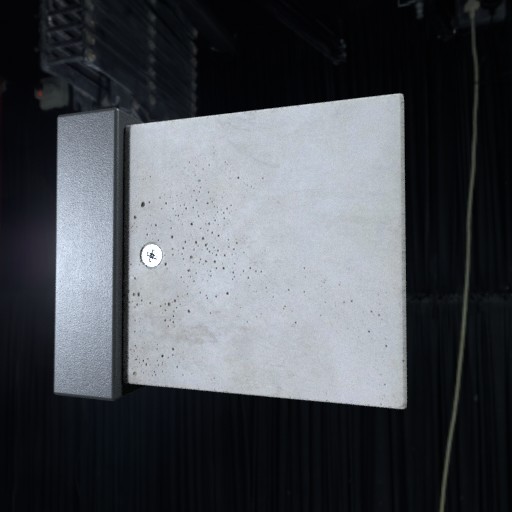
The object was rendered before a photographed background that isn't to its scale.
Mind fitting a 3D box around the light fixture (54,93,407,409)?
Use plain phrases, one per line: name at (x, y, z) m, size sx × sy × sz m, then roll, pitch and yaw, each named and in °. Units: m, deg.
light fixture at (0.000, 0.000, 0.225) m, size 0.143 × 0.121 × 0.121 m, roll -1°, pitch -2°, yaw 18°
